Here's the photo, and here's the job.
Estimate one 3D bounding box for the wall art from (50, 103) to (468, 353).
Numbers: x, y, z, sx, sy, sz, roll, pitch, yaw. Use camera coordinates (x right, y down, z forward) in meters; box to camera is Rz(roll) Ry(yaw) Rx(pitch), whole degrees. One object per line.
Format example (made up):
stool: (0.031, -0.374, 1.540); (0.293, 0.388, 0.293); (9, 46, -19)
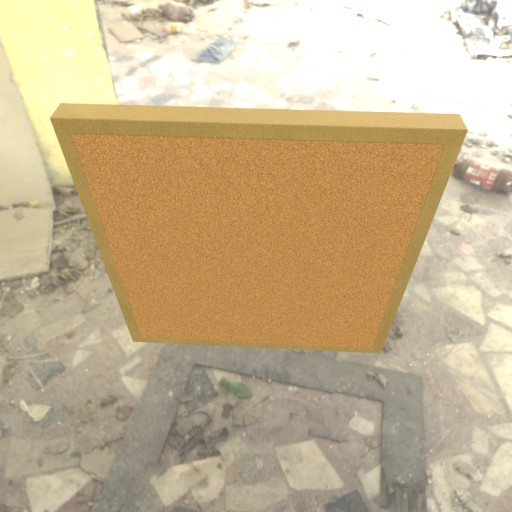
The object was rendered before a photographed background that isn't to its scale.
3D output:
wall art: (0.000, 0.000, 0.734); (0.508, 0.508, 0.038); (2, 47, 2)
